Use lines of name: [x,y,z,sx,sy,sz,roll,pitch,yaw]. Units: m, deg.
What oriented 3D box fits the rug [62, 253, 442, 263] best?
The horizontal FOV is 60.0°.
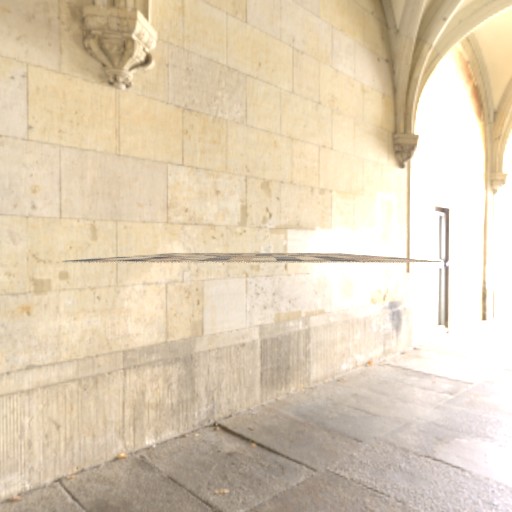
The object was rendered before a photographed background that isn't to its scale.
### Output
rug: [0.000,0.000,2.286,1.202,0.006,1.813,0,1,1]
